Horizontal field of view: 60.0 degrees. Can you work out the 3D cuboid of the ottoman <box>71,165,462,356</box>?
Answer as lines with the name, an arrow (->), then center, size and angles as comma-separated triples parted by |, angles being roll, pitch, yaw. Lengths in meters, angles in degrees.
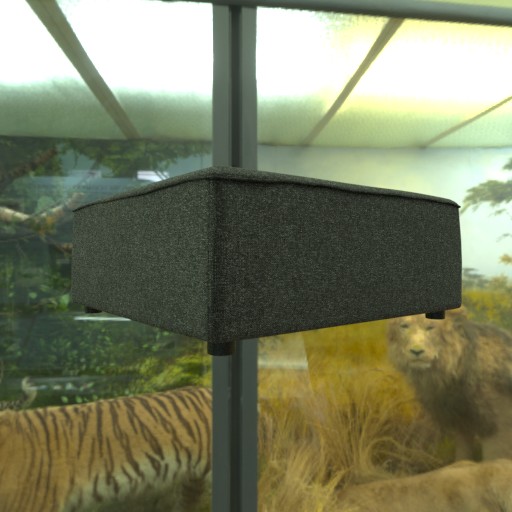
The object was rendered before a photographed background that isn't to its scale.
ottoman -> 0.000, 0.000, 1.578 | 1.017, 0.423, 1.021 | 0, 0, -37
